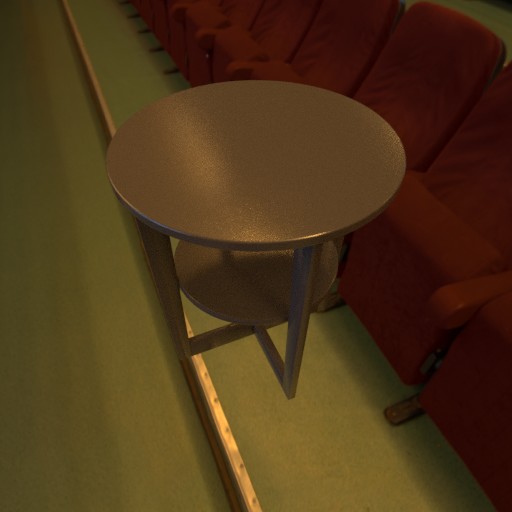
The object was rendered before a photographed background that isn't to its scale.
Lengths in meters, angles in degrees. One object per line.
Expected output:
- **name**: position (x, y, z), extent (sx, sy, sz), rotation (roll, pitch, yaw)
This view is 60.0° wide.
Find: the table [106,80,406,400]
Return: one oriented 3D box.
- **table**: position (0.000, 0.000, 0.952), extent (0.500, 0.550, 0.500), rotation (0, 45, 0)
